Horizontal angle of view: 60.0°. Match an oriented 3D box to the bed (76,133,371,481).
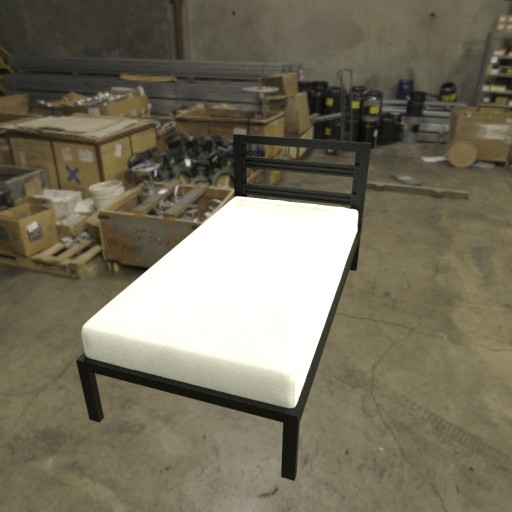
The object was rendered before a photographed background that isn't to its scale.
[{"bbox_3d":[0.000,0.000,2.539,0.991,0.967,1.930,9,28,17],"label":"bed"}]
